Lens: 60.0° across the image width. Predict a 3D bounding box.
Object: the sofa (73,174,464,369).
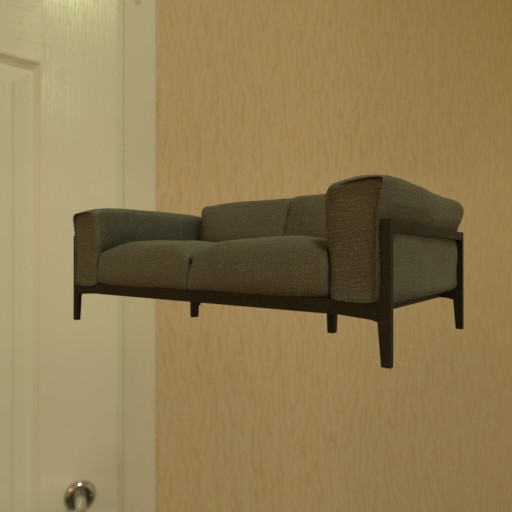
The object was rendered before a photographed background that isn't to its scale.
[{"bbox_3d":[0.000,0.000,2.152,1.690,0.656,0.960,0,0,37],"label":"sofa"}]
